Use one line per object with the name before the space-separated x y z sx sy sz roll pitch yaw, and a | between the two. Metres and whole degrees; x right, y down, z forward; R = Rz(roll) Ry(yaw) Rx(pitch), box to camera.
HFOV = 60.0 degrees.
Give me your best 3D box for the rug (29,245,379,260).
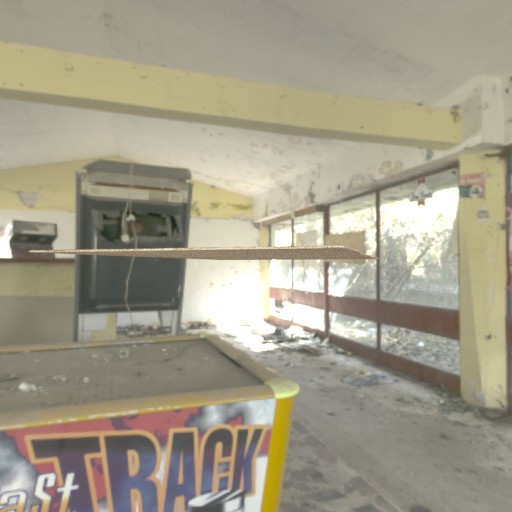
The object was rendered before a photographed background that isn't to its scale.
rug | 0.000 0.000 3.075 1.533 0.011 2.439 0 -2 18
